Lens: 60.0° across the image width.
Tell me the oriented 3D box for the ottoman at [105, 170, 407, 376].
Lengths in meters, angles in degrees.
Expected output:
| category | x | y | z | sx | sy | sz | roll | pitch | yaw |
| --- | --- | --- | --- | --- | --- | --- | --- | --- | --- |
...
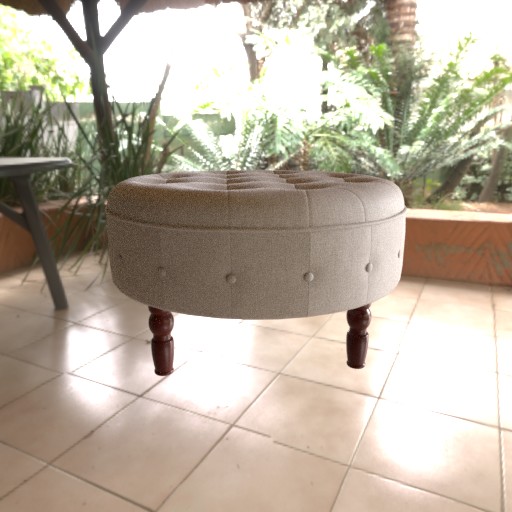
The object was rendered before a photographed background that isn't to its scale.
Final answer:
| category | x | y | z | sx | sy | sz | roll | pitch | yaw |
| --- | --- | --- | --- | --- | --- | --- | --- | --- | --- |
| ottoman | 0.000 | 0.000 | 1.350 | 0.849 | 0.478 | 0.849 | 0 | 14 | 0 |
